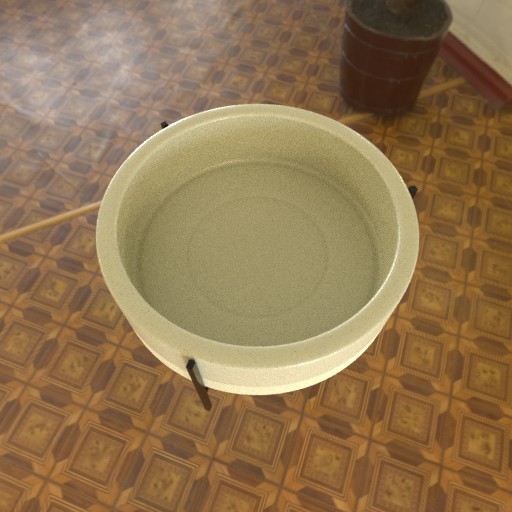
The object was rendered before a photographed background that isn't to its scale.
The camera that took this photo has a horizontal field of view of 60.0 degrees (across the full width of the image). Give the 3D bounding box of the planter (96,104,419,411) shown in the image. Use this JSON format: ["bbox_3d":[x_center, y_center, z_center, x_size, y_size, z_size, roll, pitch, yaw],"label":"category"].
[{"bbox_3d":[0.000,0.000,0.535,0.336,0.171,0.345,17,61,10],"label":"planter"}]
